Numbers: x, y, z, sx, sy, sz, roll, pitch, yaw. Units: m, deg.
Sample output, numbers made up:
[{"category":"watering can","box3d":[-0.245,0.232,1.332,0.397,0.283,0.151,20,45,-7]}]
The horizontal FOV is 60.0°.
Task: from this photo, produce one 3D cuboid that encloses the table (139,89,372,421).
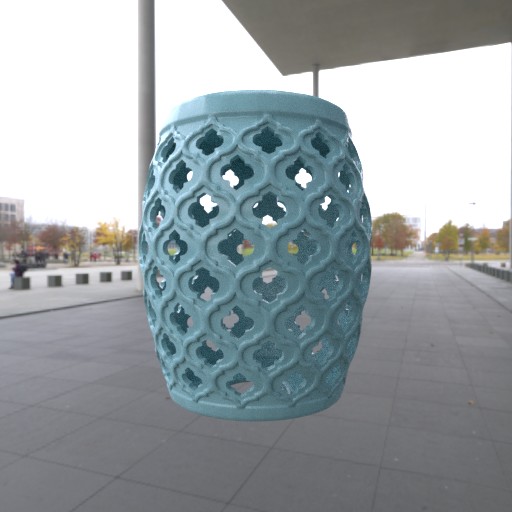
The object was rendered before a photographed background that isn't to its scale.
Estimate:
[{"category":"table","box3d":[0.000,0.000,0.637,0.325,0.388,0.325,0,1,0]}]
